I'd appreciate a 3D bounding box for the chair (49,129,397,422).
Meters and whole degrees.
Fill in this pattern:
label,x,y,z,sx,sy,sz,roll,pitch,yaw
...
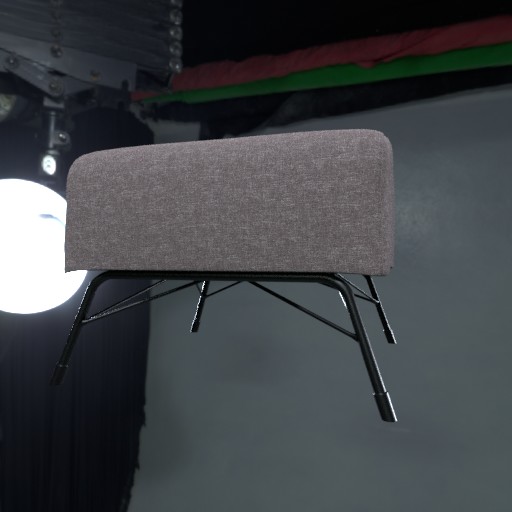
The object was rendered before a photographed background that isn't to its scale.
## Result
label,x,y,z,sx,sy,sz,roll,pitch,yaw
chair,0.000,0.000,0.876,0.530,0.410,0.530,0,0,17
